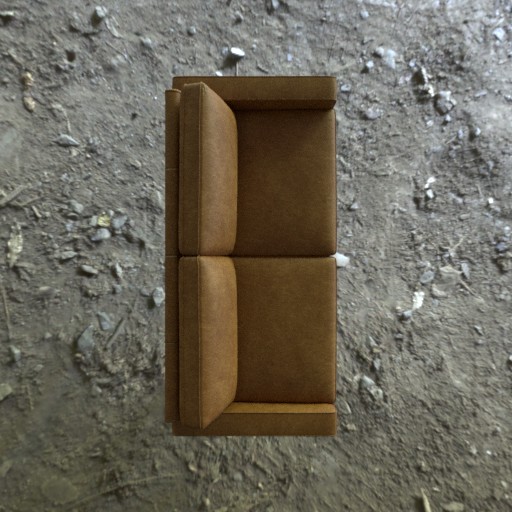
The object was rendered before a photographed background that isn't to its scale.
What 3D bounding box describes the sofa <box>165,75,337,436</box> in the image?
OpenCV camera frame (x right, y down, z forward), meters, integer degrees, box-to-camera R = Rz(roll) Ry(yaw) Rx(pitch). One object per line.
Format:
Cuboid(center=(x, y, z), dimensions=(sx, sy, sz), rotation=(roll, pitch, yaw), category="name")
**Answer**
Cuboid(center=(0.000, 0.000, 2.716), dimensions=(0.991, 0.928, 2.156), rotation=(0, 90, 0), category="sofa")
